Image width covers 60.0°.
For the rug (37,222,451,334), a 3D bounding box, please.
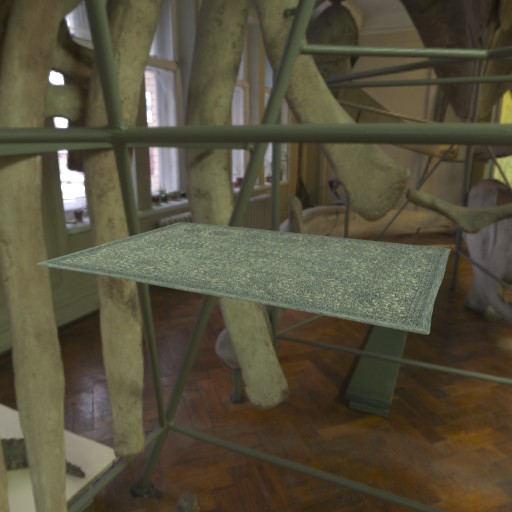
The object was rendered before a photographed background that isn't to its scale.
[{"bbox_3d":[0.000,0.000,2.334,1.830,0.016,1.224,7,17,25],"label":"rug"}]
